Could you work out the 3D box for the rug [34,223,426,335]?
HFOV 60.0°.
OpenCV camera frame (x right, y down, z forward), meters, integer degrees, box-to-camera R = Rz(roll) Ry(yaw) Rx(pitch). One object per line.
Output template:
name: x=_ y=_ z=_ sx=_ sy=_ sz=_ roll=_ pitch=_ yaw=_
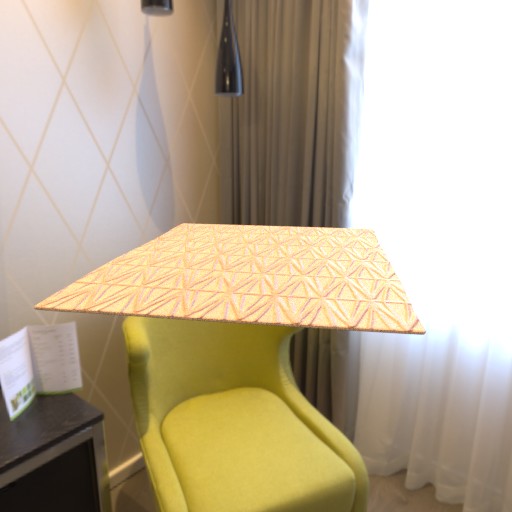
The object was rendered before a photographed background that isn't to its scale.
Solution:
rug: x=0.000 y=0.000 z=4.138 sx=2.453 sy=0.043 sz=3.052 roll=2 pitch=15 yaw=9
